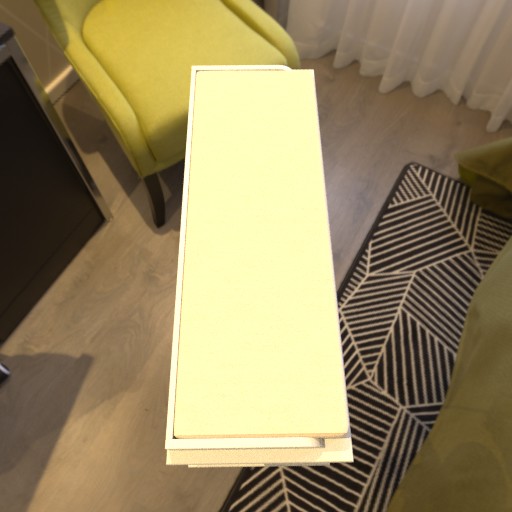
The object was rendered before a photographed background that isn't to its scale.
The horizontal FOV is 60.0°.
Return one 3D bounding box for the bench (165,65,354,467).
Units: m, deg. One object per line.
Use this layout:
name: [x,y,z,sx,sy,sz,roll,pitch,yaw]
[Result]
bench: [0.000,0.000,1.386,0.402,0.486,1.185,-1,64,0]
